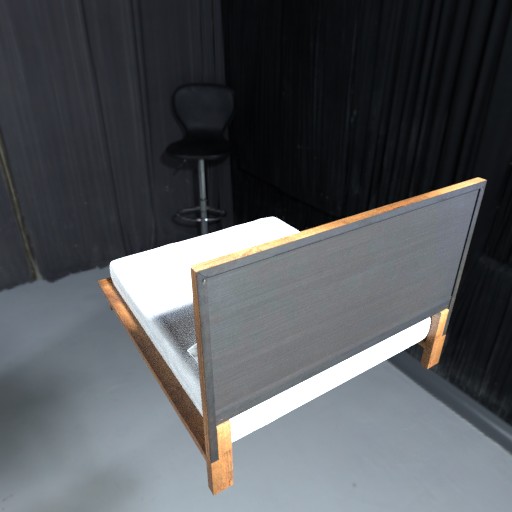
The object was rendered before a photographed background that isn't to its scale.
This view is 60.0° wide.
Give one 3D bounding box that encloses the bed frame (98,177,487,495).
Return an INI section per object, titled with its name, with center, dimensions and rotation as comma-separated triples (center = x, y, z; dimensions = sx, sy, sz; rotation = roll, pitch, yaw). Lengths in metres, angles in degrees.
[bed frame]
center = 0.000, 0.000, 3.515
dimensions = 2.038, 1.537, 2.235
rotation = -18, 34, -28
